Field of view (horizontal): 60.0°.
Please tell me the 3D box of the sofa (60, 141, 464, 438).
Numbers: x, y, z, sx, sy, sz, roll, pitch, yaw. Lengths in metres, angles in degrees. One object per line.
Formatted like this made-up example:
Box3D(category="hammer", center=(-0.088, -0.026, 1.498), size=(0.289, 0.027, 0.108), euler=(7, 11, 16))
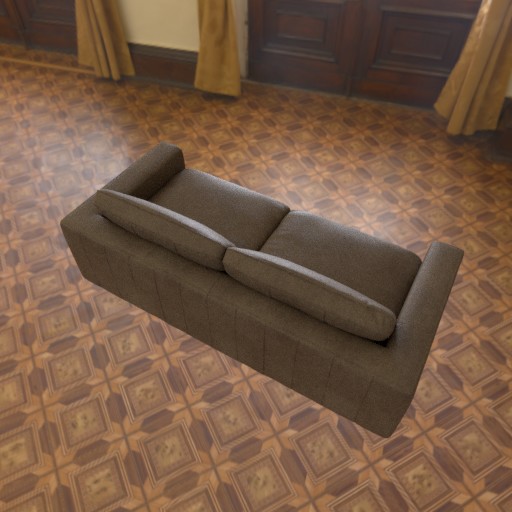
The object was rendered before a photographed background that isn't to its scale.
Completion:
Box3D(category="sofa", center=(0.000, 0.000, 2.799), size=(2.262, 0.801, 1.070), euler=(23, 52, 20))
